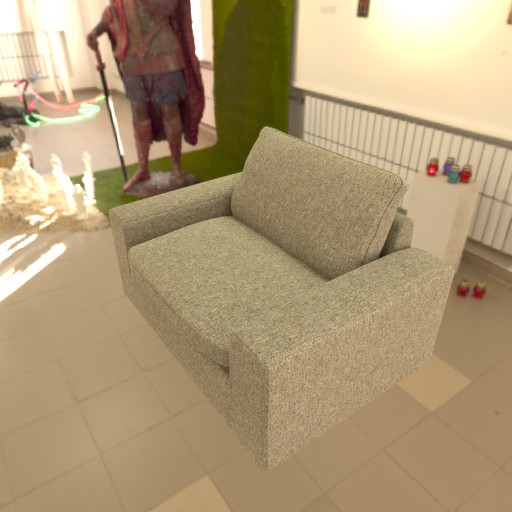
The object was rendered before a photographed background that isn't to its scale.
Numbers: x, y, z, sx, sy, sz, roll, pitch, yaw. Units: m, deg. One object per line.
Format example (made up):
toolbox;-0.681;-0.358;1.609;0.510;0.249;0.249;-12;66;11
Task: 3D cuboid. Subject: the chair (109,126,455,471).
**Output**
chair;0.000;0.000;2.108;1.039;0.915;1.398;-20;37;-30
